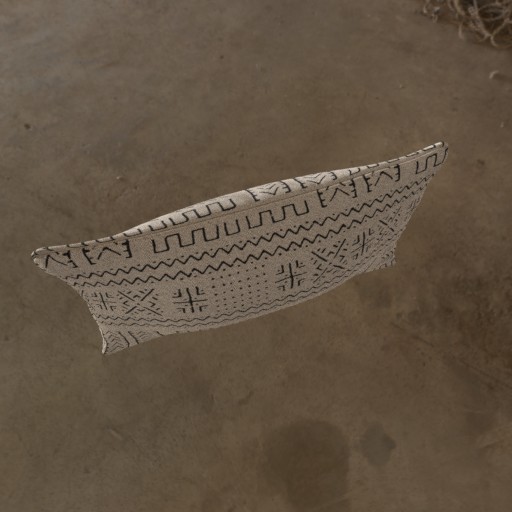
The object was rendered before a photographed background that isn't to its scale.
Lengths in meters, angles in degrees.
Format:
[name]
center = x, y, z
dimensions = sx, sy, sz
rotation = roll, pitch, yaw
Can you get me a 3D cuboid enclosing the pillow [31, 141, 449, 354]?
[pillow]
center = 0.000, 0.000, 0.780
dimensions = 0.637, 0.352, 0.188
rotation = -16, 59, -10
